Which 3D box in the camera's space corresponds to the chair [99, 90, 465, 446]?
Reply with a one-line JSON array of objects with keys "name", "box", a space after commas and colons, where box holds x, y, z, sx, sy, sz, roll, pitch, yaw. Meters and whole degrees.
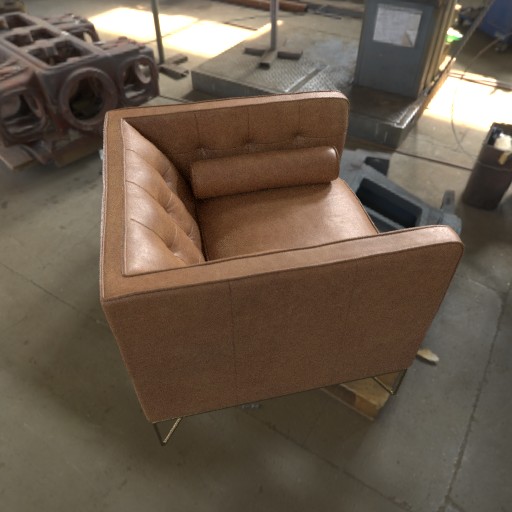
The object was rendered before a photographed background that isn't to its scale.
[{"name": "chair", "box": [0.000, 0.000, 1.609, 0.912, 0.797, 0.920, -9, 46, -9]}]
